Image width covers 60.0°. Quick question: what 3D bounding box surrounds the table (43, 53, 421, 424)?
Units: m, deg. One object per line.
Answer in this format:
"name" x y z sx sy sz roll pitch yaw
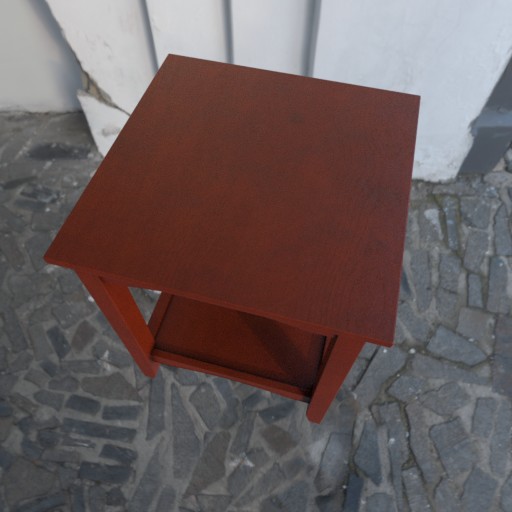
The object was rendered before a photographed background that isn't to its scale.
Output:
"table" 0.000 0.000 0.965 0.522 0.558 0.523 15 59 9
